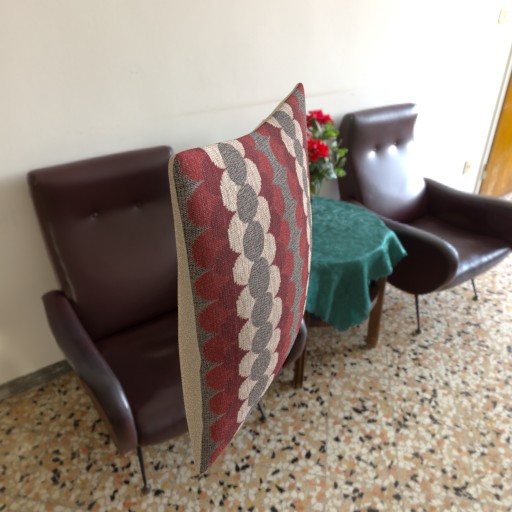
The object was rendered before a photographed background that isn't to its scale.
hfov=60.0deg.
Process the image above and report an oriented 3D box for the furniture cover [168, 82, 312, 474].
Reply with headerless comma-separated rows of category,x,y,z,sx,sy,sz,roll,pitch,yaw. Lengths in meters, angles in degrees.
furniture cover,0.000,0.000,0.640,0.145,0.420,0.435,10,32,17
